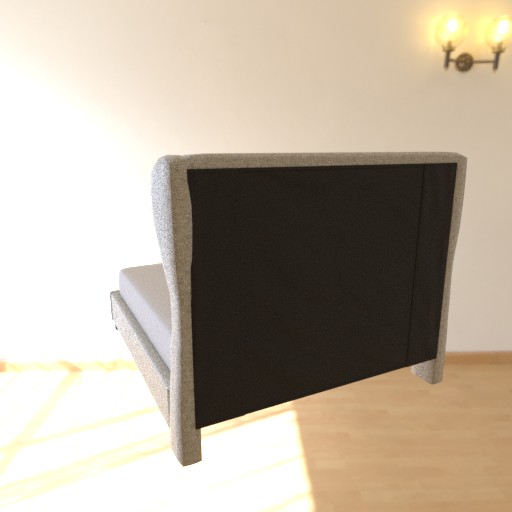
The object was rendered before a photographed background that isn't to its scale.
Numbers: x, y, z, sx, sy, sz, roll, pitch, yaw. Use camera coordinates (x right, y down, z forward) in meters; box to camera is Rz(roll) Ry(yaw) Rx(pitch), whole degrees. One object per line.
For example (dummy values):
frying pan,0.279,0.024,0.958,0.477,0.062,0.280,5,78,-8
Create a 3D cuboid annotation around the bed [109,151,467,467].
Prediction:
bed,0.000,0.000,3.830,2.219,1.771,2.347,-7,16,-26
